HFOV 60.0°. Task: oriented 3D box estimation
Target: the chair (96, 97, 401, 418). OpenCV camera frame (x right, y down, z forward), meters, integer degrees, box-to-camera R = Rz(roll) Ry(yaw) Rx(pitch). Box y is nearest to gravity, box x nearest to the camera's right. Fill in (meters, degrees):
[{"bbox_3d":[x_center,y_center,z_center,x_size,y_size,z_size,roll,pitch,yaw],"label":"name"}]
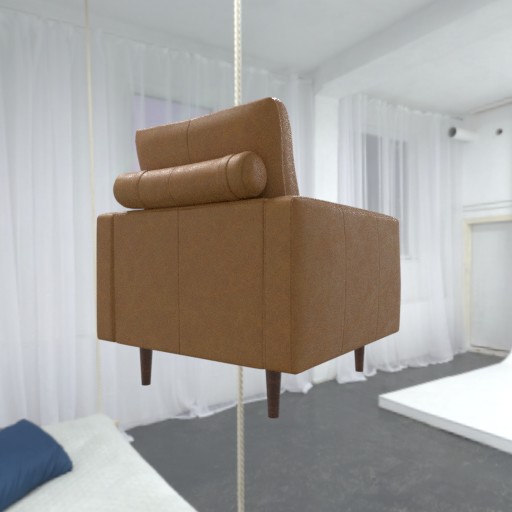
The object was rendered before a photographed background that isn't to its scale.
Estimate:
[{"bbox_3d":[0.000,0.000,1.620,0.831,0.896,0.868,0,0,36],"label":"chair"}]
